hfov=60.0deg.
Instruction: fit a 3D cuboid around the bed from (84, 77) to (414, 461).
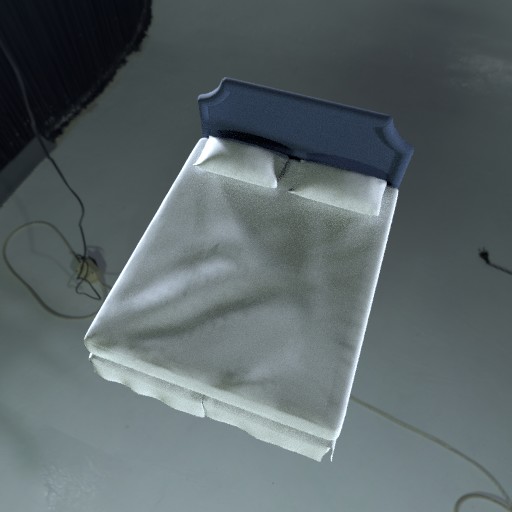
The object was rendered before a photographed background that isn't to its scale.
[{"bbox_3d":[0.000,0.000,4.082,2.350,1.488,2.773,17,60,10],"label":"bed"}]
